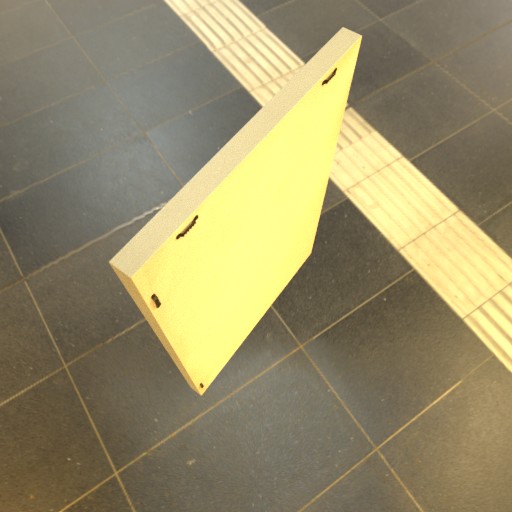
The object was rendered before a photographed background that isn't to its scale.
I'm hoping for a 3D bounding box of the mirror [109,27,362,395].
[{"bbox_3d":[0.000,0.000,0.903,0.040,0.710,0.507,33,67,16],"label":"mirror"}]
